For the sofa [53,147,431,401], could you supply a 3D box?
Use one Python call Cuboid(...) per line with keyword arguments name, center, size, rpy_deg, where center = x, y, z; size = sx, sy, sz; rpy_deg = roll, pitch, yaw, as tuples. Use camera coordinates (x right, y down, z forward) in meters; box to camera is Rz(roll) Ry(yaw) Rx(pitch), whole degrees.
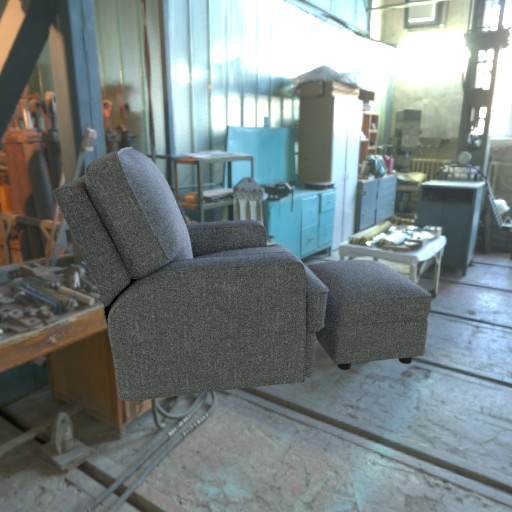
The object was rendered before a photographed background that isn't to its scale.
Cuboid(name="sofa", center=(0.000, 0.000, 2.001), size=(1.472, 0.959, 0.861), rpy_deg=(-3, 16, -10))
